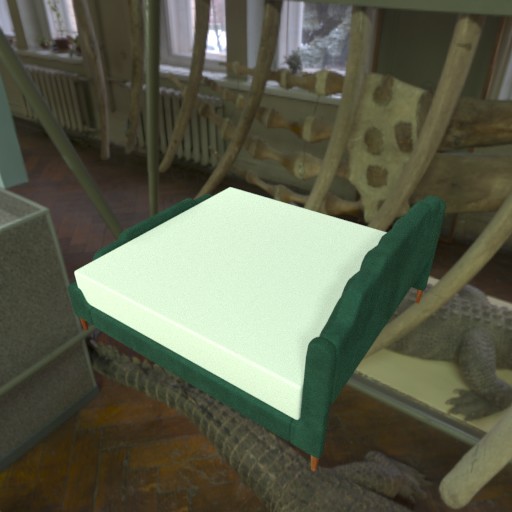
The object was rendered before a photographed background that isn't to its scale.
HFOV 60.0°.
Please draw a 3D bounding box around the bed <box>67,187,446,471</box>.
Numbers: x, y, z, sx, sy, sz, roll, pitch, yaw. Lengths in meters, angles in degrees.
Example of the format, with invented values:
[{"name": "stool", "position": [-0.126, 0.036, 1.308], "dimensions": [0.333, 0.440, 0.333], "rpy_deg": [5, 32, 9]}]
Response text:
[{"name": "bed", "position": [0.000, 0.000, 3.634], "dimensions": [2.340, 1.245, 2.074], "rpy_deg": [20, 38, 29]}]
